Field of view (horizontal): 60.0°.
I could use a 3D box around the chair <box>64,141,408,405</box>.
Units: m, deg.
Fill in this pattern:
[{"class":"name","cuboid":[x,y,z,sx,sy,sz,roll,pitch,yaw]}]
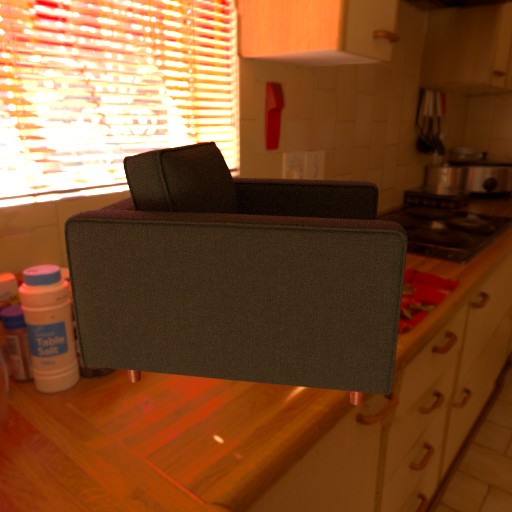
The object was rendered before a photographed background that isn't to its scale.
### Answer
[{"class":"chair","cuboid":[0.000,0.000,1.584,0.919,0.770,0.899,3,17,9]}]
